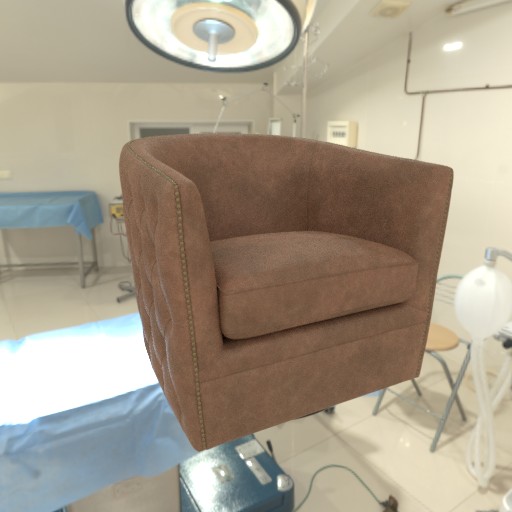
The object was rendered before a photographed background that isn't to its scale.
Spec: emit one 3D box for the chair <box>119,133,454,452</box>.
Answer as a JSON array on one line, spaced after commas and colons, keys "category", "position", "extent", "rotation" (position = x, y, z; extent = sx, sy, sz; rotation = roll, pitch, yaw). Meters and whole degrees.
[{"category": "chair", "position": [0.000, 0.000, 1.513], "extent": [0.850, 0.790, 0.870], "rotation": [-8, 19, -26]}]
